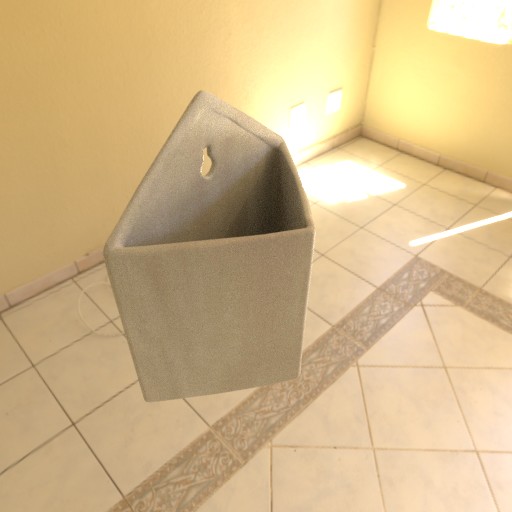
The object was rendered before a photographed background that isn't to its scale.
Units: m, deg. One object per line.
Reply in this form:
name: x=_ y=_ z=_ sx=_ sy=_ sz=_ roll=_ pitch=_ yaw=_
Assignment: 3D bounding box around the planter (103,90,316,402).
planter: x=0.000 y=0.000 z=0.282 sx=0.080 sy=0.194 sz=0.163 roll=26 pitch=46 yaw=27
